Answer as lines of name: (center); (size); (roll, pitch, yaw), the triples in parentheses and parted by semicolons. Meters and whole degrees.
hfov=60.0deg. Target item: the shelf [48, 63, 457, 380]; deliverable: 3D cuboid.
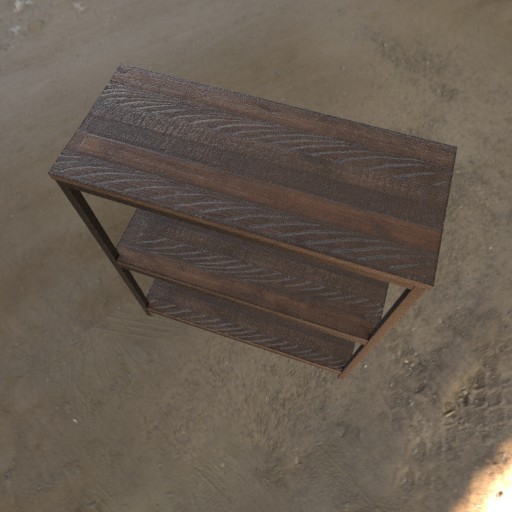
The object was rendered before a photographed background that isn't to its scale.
shelf: (0.000, 0.000, 1.389); (0.822, 0.947, 0.352); (17, 65, 8)
